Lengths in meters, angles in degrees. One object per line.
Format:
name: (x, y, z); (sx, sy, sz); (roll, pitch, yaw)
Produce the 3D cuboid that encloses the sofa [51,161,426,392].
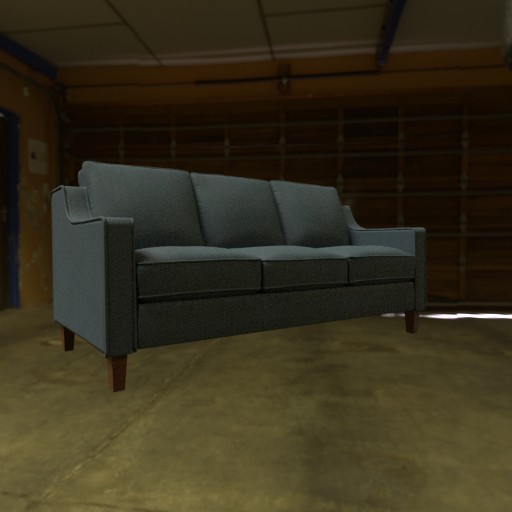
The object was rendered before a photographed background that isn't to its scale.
sofa: (0.000, 0.000, 2.531); (1.986, 0.974, 0.911); (-1, 2, -36)
